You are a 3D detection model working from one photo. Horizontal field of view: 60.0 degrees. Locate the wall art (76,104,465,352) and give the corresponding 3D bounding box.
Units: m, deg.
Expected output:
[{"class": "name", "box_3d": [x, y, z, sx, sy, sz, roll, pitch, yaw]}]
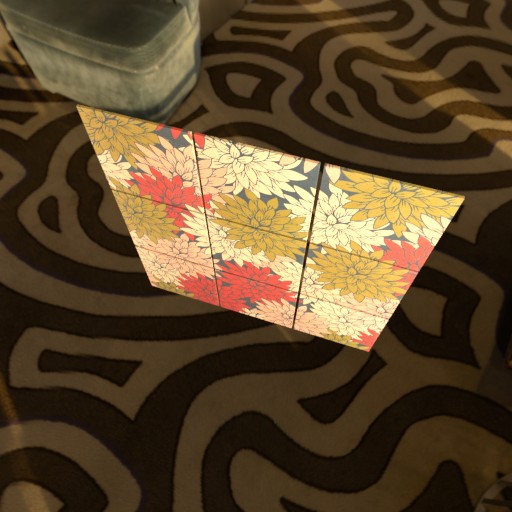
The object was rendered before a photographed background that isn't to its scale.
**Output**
[{"class": "wall art", "box_3d": [0.000, 0.000, 2.310, 1.519, 1.534, 0.013, 16, 59, 10]}]
